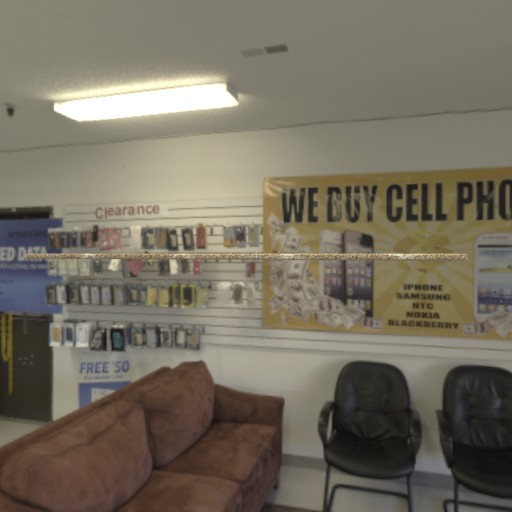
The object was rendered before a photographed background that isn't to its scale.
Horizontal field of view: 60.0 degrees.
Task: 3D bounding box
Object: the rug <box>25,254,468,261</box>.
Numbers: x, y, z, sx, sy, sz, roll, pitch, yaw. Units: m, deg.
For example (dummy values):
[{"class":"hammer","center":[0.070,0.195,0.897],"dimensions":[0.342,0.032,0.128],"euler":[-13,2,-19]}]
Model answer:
[{"class":"rug","center":[0.000,0.000,2.987],"dimensions":[2.438,0.030,1.524],"euler":[0,0,20]}]
